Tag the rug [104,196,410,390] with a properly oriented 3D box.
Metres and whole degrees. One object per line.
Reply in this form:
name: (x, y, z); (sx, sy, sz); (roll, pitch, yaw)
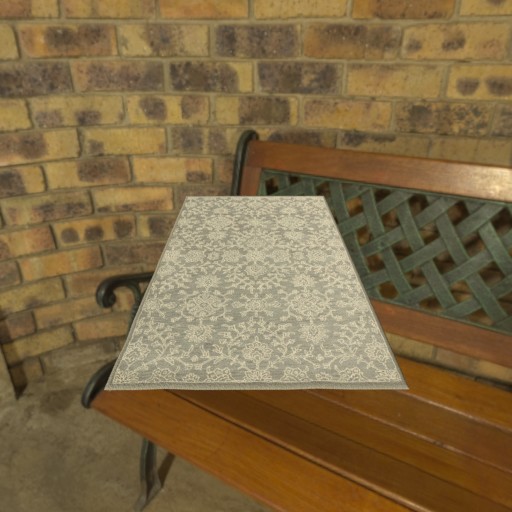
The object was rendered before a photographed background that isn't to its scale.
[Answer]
rug: (0.000, 0.000, 3.609); (1.546, 0.011, 3.048); (0, 26, 0)
